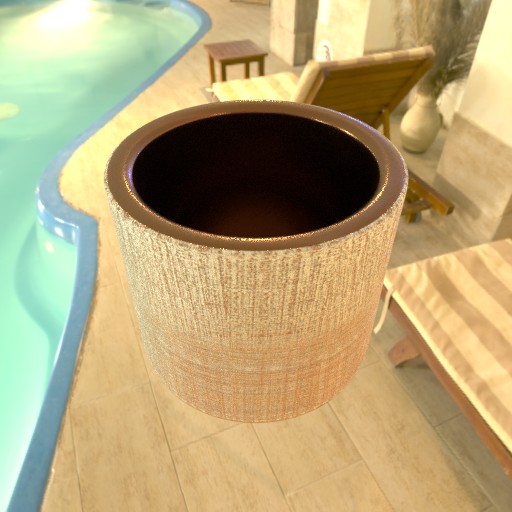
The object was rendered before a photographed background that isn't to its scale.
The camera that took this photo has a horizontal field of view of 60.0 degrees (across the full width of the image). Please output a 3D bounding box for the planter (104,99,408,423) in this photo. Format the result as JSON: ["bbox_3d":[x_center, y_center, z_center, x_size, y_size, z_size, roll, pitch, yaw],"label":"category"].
[{"bbox_3d":[0.000,0.000,0.191,0.109,0.096,0.109,0,41,0],"label":"planter"}]
